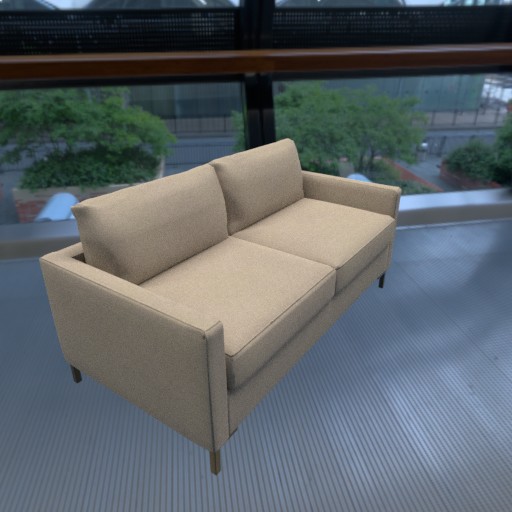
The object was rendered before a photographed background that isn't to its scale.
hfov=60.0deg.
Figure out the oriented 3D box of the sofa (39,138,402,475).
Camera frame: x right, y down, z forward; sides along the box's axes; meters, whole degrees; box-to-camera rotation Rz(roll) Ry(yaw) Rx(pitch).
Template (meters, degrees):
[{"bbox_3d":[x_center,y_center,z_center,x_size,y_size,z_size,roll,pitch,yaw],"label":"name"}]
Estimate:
[{"bbox_3d":[0.000,0.000,2.151,0.875,0.840,1.682,17,31,31],"label":"sofa"}]
